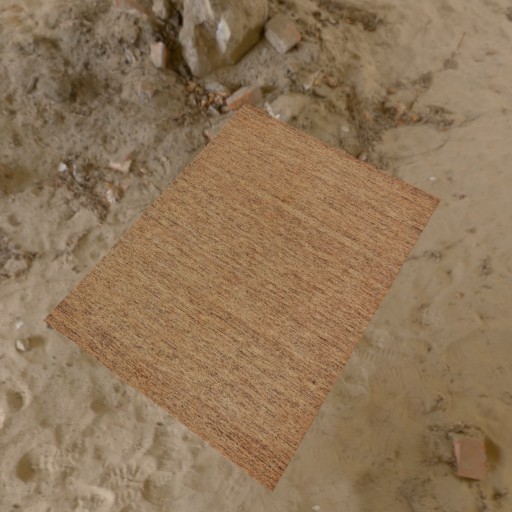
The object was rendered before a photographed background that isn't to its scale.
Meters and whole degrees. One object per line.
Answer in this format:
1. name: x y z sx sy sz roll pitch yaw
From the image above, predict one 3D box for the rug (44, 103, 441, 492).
1. rug: 0.000 0.000 4.265 2.438 0.012 3.200 31 67 15
